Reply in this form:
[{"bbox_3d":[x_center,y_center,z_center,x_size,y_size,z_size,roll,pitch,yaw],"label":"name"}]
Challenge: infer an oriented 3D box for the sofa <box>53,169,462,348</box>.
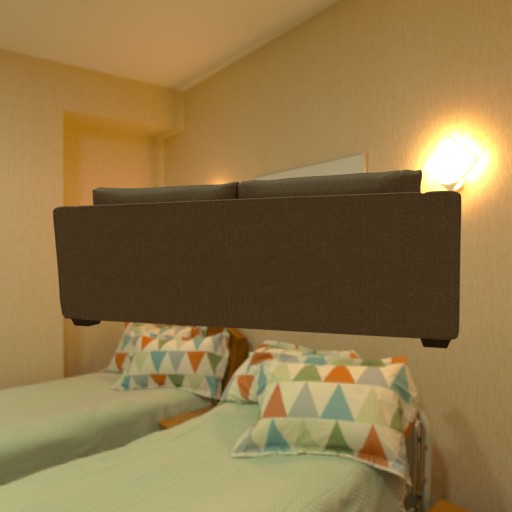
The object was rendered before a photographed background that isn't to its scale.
[{"bbox_3d":[0.000,0.000,2.740,2.208,0.857,1.000,0,0,18],"label":"sofa"}]
